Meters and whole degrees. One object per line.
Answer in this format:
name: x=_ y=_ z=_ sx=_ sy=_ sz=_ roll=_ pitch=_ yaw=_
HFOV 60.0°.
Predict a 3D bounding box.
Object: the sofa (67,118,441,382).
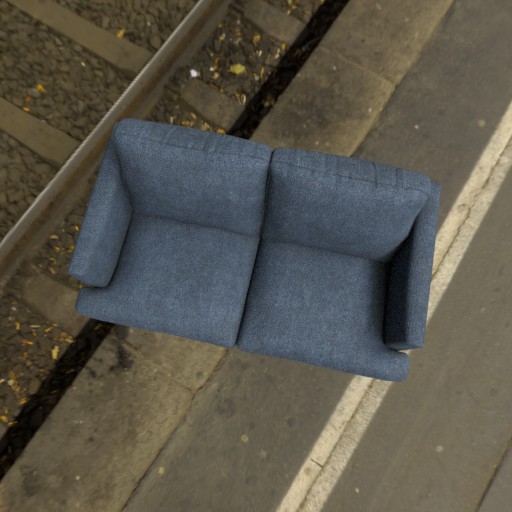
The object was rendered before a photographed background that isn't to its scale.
sofa: x=0.000 y=0.000 z=2.146 sx=1.582 sy=0.944 sz=0.903 roll=11 pitch=76 yaw=3
